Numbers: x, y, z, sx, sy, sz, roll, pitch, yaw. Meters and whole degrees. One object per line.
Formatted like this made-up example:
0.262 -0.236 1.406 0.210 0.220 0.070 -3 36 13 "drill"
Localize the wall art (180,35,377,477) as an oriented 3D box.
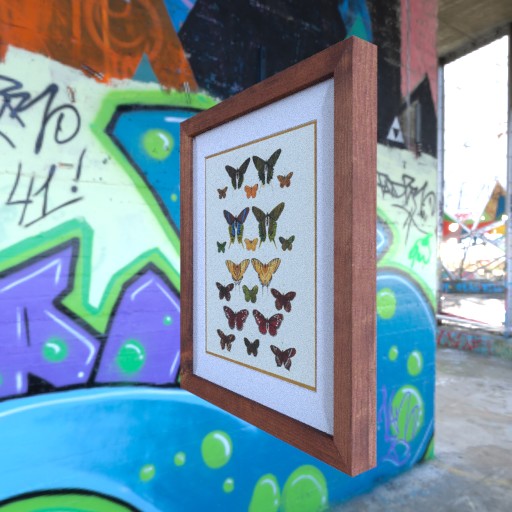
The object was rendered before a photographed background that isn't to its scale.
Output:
0.000 0.000 0.613 0.039 0.449 0.377 0 0 -37 "wall art"
